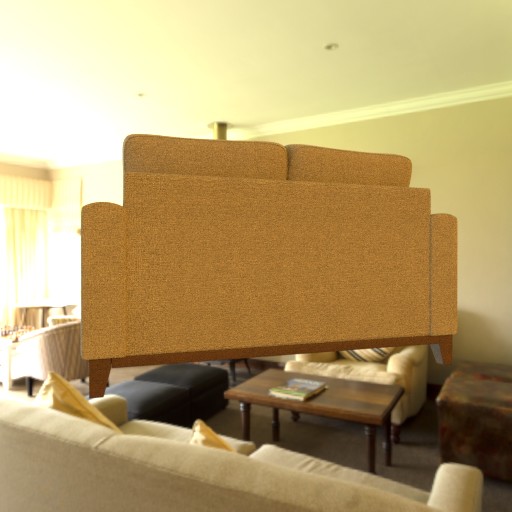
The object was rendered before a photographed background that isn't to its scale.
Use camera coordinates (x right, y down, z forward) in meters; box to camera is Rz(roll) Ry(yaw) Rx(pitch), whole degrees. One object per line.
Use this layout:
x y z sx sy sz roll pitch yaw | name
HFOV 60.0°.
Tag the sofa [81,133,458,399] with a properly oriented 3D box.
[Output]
0.000 0.000 1.997 1.420 0.873 0.917 0 0 -18 | sofa
